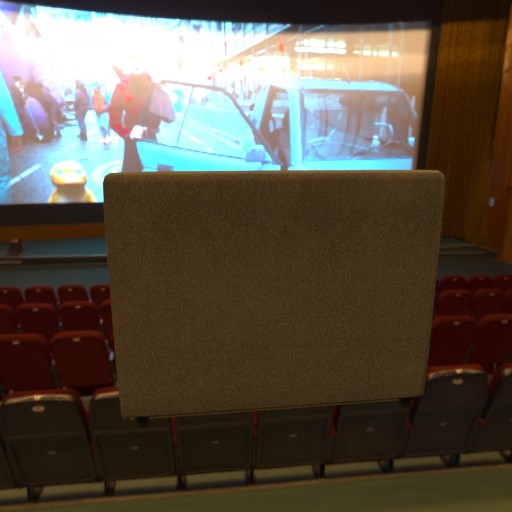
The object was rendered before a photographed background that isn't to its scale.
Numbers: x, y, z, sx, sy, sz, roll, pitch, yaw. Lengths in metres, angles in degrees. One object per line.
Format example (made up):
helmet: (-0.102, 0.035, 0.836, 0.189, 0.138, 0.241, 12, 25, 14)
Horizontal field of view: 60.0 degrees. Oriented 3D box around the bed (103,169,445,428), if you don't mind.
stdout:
bed: (0.000, 0.000, 3.243, 1.713, 1.330, 2.142, -2, 14, -7)
